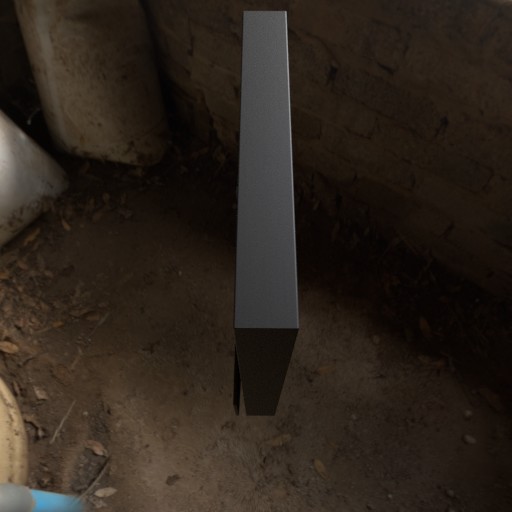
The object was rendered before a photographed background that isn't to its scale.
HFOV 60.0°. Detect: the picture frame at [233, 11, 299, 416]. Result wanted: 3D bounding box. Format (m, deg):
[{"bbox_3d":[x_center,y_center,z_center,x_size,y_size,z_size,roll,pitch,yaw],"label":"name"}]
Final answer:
[{"bbox_3d":[0.000,0.000,0.269,0.028,0.208,0.157,0,63,0],"label":"picture frame"}]
